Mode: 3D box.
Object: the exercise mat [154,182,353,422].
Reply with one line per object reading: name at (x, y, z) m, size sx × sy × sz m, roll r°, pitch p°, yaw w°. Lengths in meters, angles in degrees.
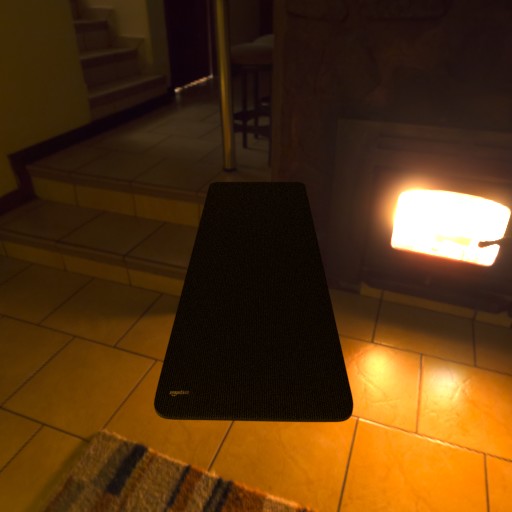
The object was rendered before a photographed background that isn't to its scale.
exercise mat at (0.000, 0.000, 2.112) m, size 0.616 × 0.021 × 1.869 m, roll 0°, pitch 31°, yaw 0°
